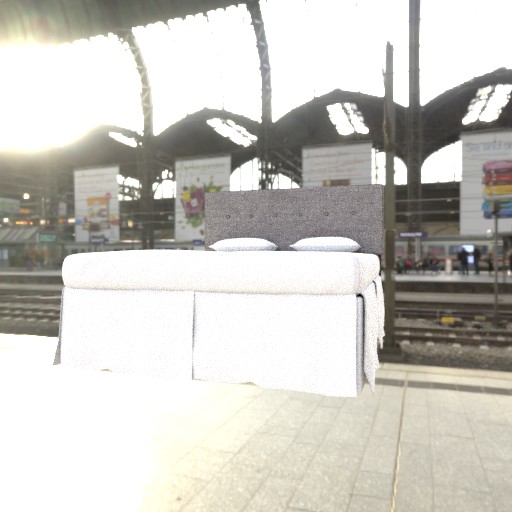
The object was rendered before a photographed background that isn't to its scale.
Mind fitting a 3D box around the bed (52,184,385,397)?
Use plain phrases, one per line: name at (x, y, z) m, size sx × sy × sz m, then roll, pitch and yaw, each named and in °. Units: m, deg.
bed at (0.000, 0.000, 2.949) m, size 1.621 × 1.168 × 1.958 m, roll 0°, pitch 0°, yaw 18°
